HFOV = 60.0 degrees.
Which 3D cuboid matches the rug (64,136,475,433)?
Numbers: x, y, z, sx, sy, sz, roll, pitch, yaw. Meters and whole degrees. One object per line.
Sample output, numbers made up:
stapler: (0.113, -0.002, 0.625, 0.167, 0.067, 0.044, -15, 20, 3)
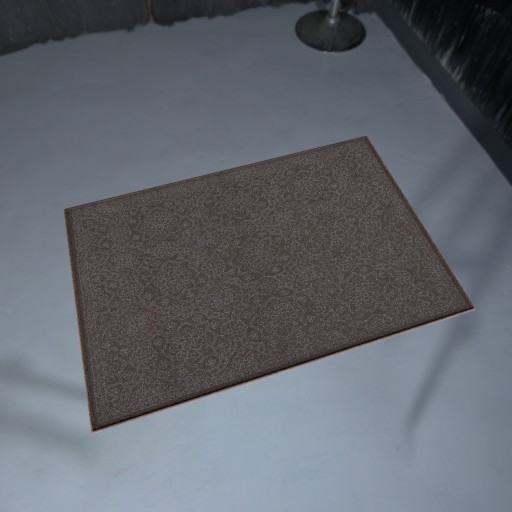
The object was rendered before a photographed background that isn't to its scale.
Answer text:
rug: (0.000, 0.000, 2.852, 2.286, 0.011, 1.524, -16, 60, -9)
